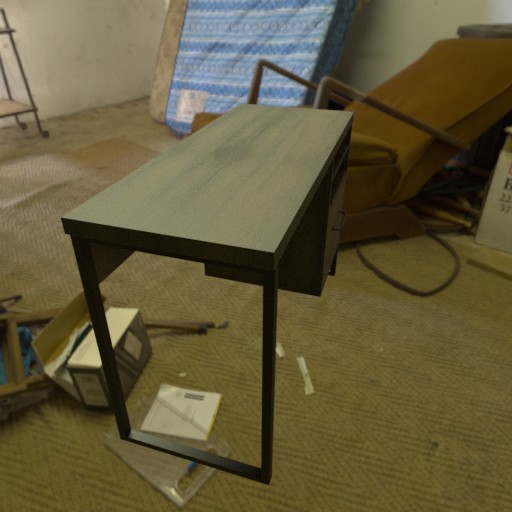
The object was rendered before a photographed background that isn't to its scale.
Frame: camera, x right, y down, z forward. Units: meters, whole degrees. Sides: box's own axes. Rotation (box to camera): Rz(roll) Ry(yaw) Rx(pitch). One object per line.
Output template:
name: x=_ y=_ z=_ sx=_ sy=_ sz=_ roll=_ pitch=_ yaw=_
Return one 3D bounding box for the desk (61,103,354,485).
desk: x=0.000 y=0.000 z=1.532 sx=0.511 sy=0.752 sz=1.134 roll=10 pitch=33 yaw=15
